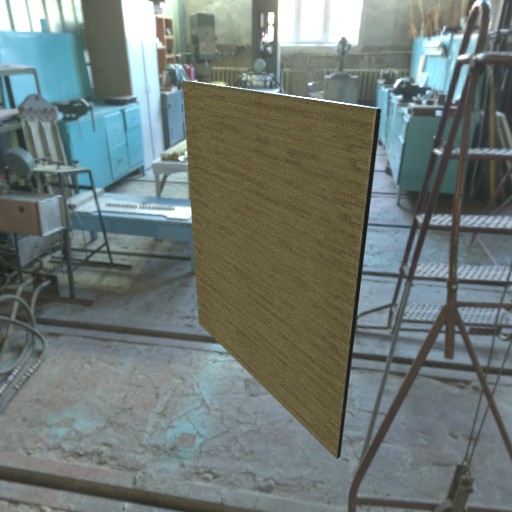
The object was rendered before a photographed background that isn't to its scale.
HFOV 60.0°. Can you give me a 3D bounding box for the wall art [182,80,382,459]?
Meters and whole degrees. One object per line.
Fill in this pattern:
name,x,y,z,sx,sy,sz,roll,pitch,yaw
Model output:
wall art,0.000,0.000,0.796,0.009,0.559,0.483,-17,31,-31
